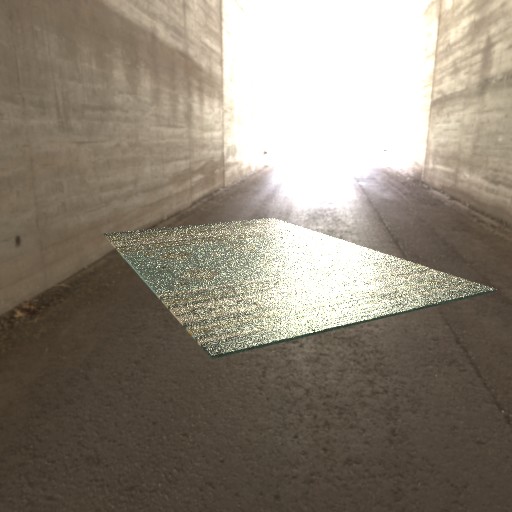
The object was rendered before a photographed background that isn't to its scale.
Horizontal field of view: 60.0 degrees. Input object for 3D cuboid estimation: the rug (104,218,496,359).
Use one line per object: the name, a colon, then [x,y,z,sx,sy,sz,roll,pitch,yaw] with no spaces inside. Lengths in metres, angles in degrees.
rug: [0.000,0.000,2.267,1.212,0.010,1.811,-8,17,-26]
